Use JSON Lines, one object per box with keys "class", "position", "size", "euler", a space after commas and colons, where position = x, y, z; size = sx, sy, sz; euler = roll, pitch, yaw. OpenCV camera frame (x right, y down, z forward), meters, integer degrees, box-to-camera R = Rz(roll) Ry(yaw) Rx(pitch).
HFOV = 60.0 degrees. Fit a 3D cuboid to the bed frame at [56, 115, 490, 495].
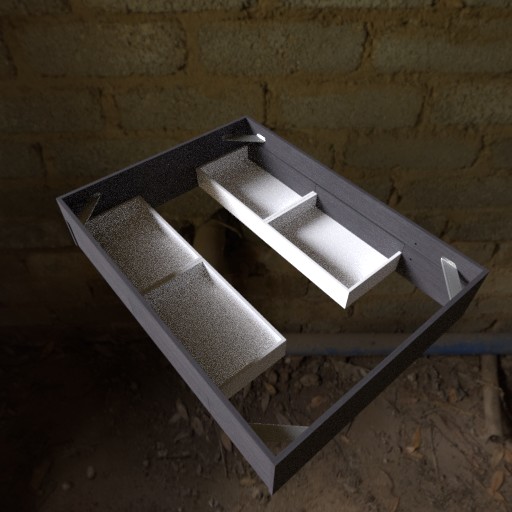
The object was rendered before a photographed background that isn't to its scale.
{"class": "bed frame", "position": [0.000, 0.000, 2.569], "size": [1.448, 0.459, 1.944], "euler": [-32, 55, -26]}
